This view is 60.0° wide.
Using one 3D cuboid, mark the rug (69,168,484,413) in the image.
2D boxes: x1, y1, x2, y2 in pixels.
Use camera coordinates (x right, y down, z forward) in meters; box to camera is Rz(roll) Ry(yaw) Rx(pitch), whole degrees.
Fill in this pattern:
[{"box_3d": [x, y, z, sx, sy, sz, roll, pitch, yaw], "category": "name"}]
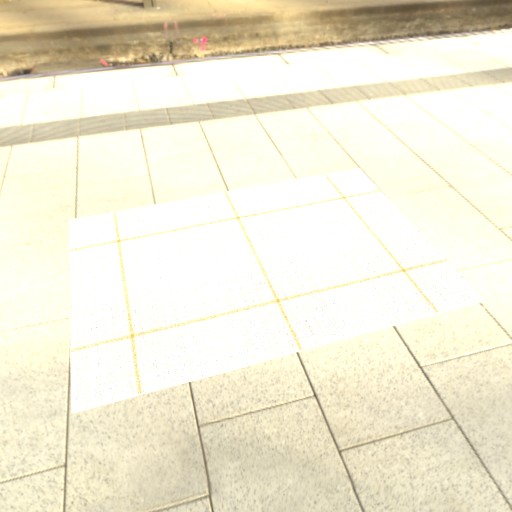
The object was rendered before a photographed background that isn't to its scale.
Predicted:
[{"box_3d": [0.000, 0.000, 2.272, 1.825, 0.015, 1.232, -12, 43, -13], "category": "rug"}]
